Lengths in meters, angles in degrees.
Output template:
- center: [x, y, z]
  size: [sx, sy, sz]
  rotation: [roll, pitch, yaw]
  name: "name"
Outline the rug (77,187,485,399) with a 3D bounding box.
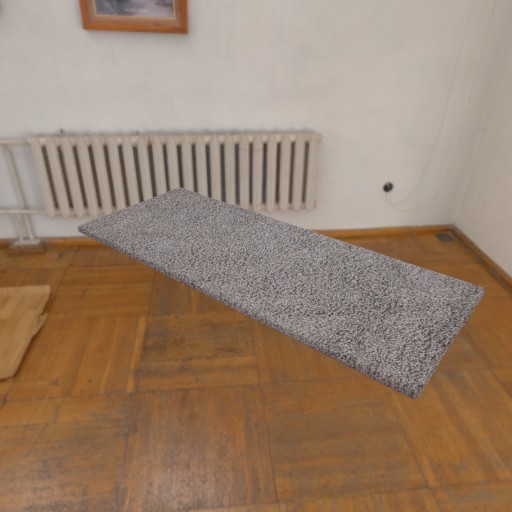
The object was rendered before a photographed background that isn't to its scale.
- center: [0.000, 0.000, 1.723]
  size: [1.524, 0.030, 0.609]
  rotation: [22, 36, 33]
  name: "rug"
